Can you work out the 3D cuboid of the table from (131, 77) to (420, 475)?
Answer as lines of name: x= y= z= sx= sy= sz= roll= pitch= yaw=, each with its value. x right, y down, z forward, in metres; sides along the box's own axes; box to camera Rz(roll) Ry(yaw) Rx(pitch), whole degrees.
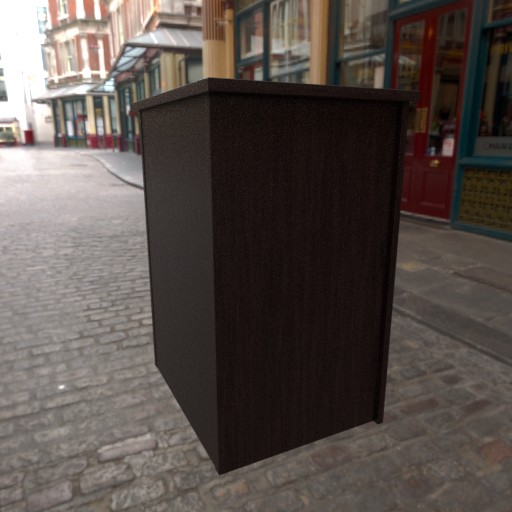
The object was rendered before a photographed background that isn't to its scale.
table: x=0.000 y=0.000 z=0.943 sx=0.381 sy=0.635 sz=0.480 roll=-7 pitch=16 yaw=-26
